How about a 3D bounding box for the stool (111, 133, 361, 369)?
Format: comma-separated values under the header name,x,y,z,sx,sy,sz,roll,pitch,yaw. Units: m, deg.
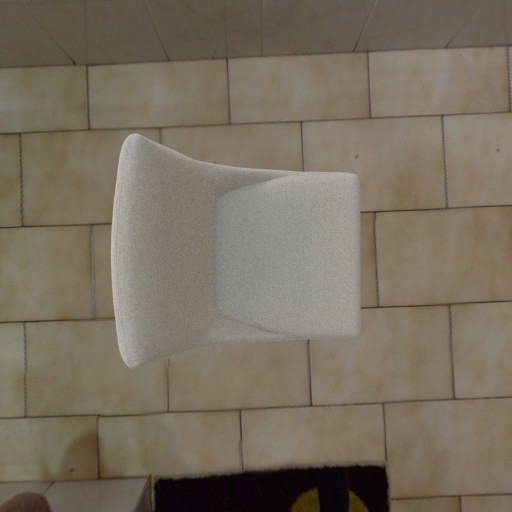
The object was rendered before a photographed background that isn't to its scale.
name,x,y,z,sx,sy,sz,roll,pitch,yaw
stool,0.000,0.000,1.326,0.559,0.991,0.469,0,89,0
